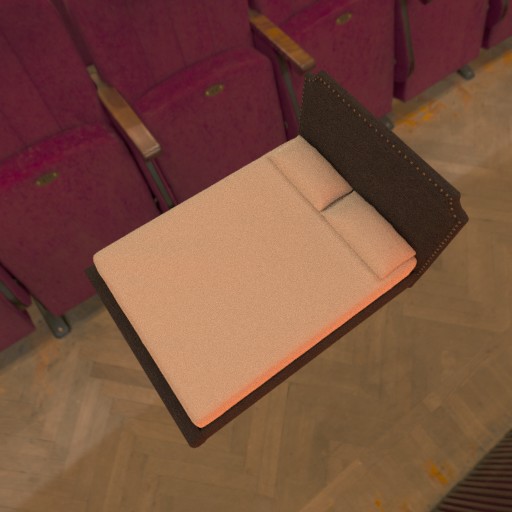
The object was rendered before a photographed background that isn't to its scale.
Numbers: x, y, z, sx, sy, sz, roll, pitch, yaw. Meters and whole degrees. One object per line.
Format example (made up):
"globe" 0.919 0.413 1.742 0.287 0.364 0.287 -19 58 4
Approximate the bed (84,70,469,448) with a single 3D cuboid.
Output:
"bed" 0.000 0.000 3.501 2.372 1.443 1.713 -33 68 -15
